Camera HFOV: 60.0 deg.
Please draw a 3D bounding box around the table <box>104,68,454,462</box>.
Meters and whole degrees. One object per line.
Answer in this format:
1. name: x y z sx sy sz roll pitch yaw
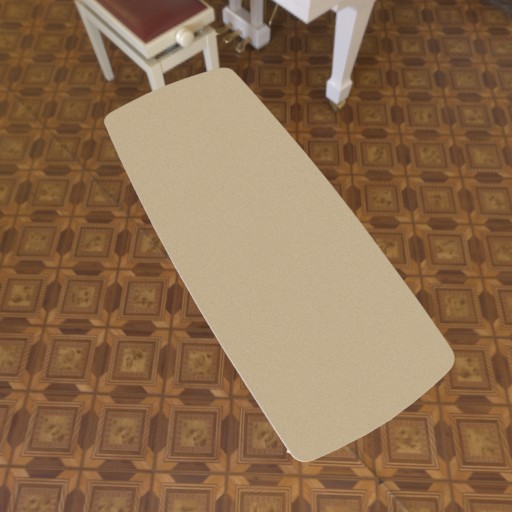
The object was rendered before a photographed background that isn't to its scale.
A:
1. table: 0.000 0.000 1.580 0.561 0.474 1.334 -28 67 -13
